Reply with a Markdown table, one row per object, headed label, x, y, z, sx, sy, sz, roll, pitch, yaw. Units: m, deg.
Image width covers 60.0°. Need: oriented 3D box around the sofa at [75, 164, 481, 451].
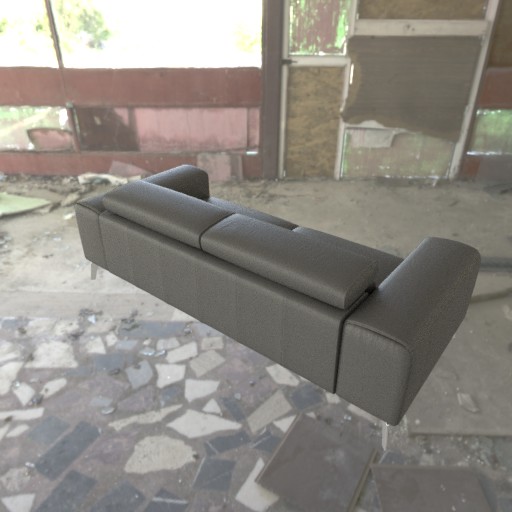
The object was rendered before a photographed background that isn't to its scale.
| label | x | y | z | sx | sy | sz | roll | pitch | yaw |
| --- | --- | --- | --- | --- | --- | --- | --- | --- | --- |
| sofa | 0.000 | 0.000 | 2.746 | 2.321 | 0.759 | 1.023 | 22 | 36 | 32 |
